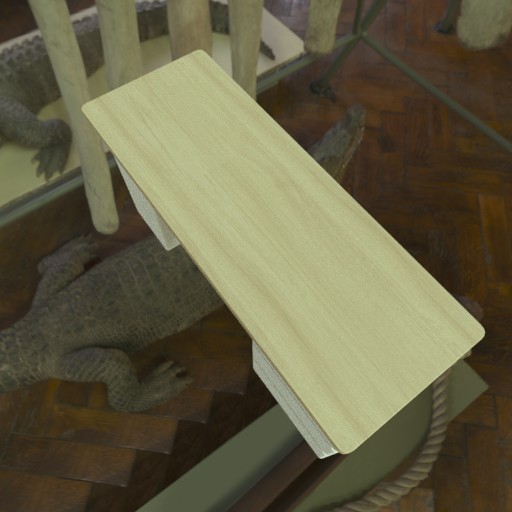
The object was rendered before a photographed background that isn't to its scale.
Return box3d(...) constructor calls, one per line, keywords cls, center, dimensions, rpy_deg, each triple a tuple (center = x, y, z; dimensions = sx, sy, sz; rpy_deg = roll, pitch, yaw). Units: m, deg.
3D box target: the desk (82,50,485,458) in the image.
box3d(cls="desk", center=(0.000, 0.000, 1.805), dimensions=(0.550, 0.755, 1.500), rpy_deg=(-33, 68, -16))
